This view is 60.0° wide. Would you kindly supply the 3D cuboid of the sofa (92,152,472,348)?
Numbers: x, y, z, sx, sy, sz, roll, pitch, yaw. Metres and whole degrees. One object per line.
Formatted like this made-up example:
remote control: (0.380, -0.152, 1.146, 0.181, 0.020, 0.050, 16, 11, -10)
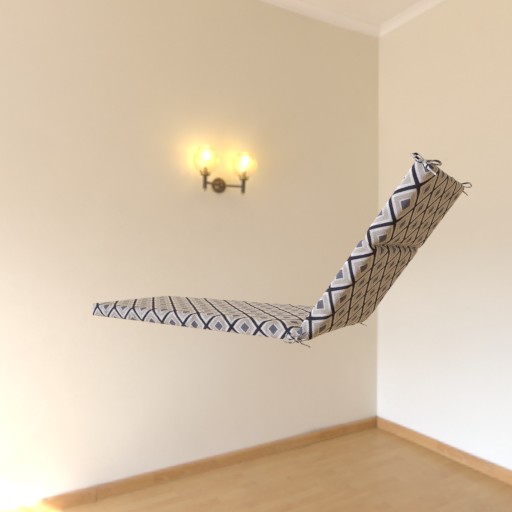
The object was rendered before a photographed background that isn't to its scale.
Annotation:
sofa: (0.000, 0.000, 1.965, 1.663, 0.622, 0.582, 0, 0, 35)
